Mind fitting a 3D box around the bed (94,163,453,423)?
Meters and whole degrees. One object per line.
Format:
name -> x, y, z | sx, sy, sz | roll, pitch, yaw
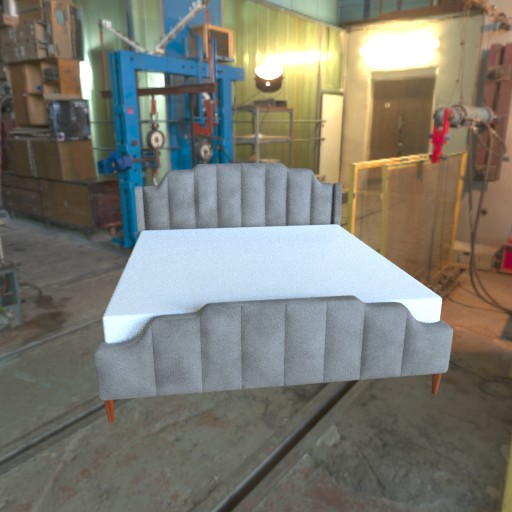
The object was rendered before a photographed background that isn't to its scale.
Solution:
bed -> 0.000, 0.000, 3.524 | 2.074, 1.245, 2.340 | -2, 17, -8
